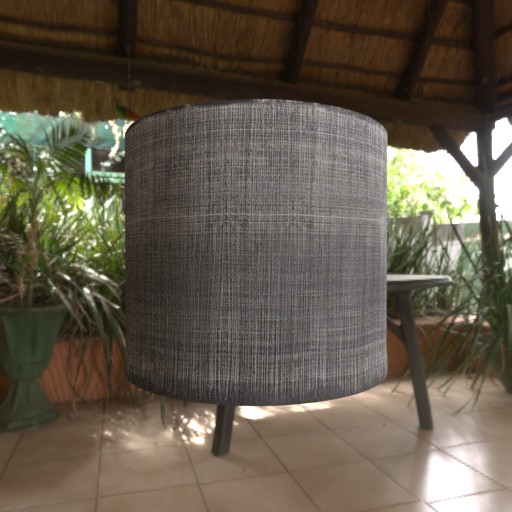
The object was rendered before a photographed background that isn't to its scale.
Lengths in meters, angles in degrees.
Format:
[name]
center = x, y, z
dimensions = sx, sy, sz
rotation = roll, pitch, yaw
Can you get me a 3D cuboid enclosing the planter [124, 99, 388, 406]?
[planter]
center = 0.000, 0.000, 0.312
dimensions = 0.178, 0.157, 0.178
rotation = 0, -1, 0
